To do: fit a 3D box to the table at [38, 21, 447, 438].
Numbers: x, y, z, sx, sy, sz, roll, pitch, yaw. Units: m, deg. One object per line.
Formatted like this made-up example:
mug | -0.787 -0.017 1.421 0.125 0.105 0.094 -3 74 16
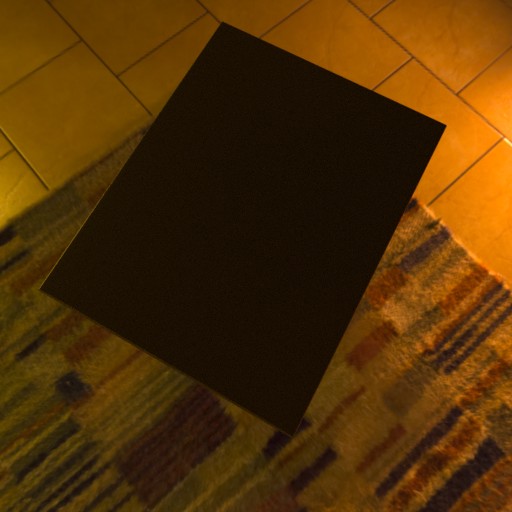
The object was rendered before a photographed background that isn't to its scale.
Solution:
table | 0.000 0.000 1.021 0.451 0.646 0.564 28 77 7
